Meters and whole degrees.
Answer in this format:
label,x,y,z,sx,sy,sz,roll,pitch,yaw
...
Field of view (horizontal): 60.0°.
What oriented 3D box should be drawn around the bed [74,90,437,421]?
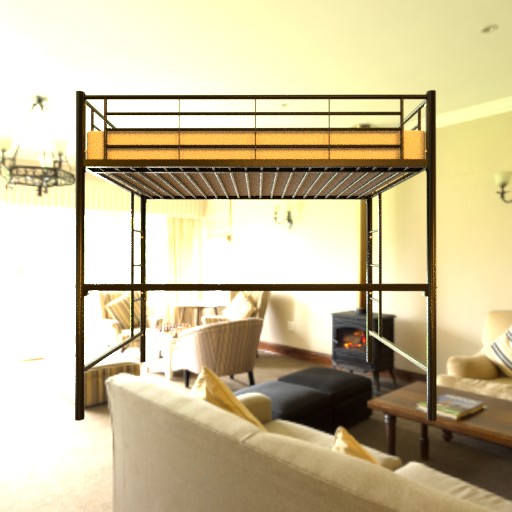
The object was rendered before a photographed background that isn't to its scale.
label,x,y,z,sx,sy,sz,roll,pitch,yaw
bed,0.000,0.000,3.113,1.994,1.803,1.397,0,0,0
